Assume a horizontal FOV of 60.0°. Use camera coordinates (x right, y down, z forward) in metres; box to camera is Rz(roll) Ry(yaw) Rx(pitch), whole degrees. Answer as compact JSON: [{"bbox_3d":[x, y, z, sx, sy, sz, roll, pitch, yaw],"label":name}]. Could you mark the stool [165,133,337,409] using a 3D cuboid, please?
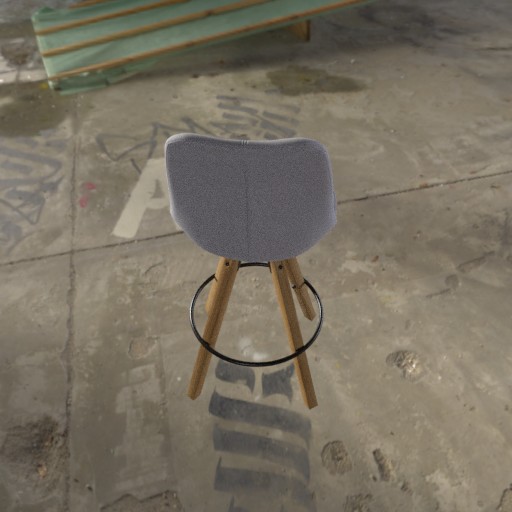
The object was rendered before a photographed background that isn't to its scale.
[{"bbox_3d":[0.000,0.000,1.380,0.484,1.115,0.550,3,45,3],"label":"stool"}]
